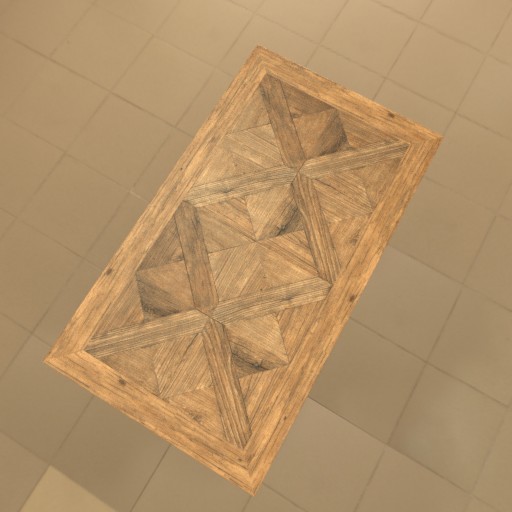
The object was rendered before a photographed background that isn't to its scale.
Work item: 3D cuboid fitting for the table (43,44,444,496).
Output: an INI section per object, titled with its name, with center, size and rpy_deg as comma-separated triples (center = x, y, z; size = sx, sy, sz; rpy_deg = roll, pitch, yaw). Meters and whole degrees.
[table]
center = 0.000, 0.000, 1.741
size = 0.800, 0.410, 1.400
rpy_deg = 29, 78, 7
